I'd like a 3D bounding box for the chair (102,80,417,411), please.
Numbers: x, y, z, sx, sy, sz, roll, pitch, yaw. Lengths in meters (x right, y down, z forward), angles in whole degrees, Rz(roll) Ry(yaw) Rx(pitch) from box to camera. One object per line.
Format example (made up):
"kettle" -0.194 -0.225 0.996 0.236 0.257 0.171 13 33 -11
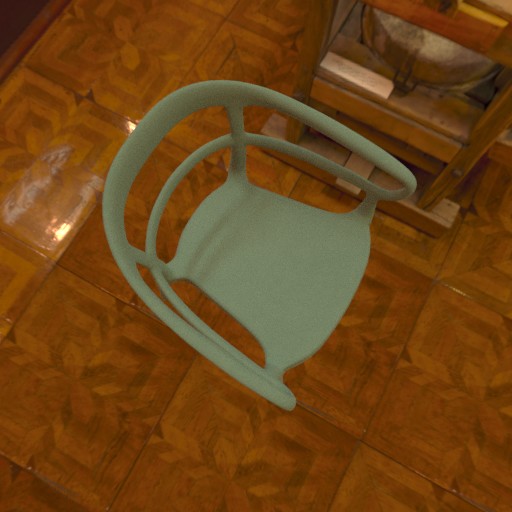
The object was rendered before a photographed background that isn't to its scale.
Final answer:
"chair" 0.000 0.000 1.141 0.527 0.761 0.559 30 77 8
